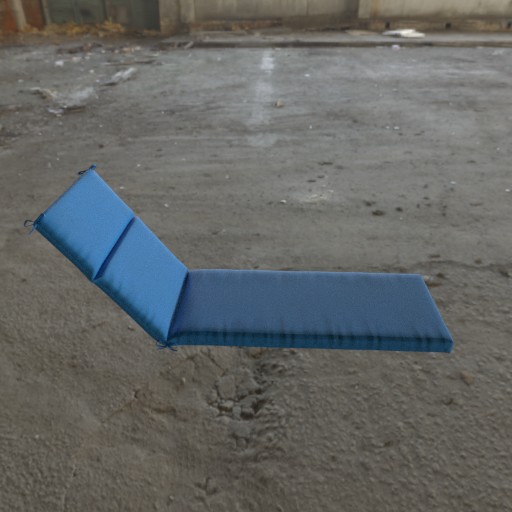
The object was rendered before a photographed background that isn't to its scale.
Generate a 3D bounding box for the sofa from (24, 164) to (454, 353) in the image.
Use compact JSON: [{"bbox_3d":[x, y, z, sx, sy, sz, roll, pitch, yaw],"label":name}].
[{"bbox_3d":[0.000,0.000,1.937,1.663,0.622,0.582,1,31,2],"label":"sofa"}]
